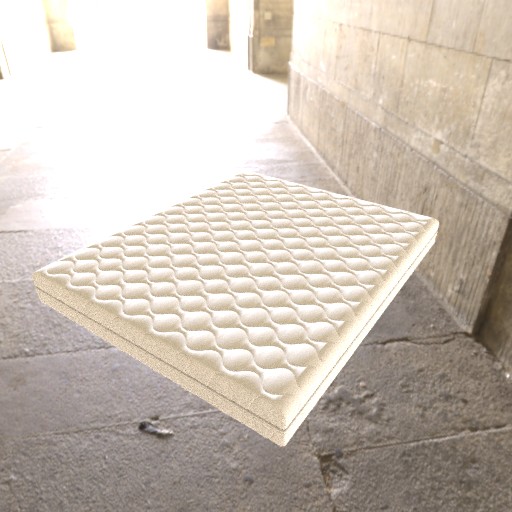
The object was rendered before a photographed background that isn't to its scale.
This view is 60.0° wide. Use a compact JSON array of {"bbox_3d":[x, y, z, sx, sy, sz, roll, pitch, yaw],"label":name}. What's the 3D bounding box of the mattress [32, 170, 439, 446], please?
[{"bbox_3d":[0.000,0.000,2.655,1.600,0.200,1.900,20,37,30],"label":"mattress"}]
